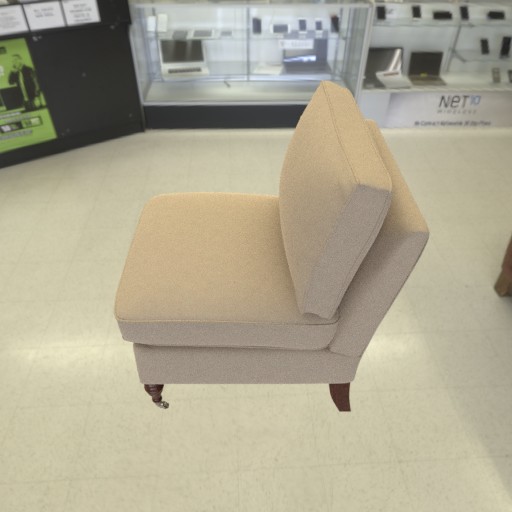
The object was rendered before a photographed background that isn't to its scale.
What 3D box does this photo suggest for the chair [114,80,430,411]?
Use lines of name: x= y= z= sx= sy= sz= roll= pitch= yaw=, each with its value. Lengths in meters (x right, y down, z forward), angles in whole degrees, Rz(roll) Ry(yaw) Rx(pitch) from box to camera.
chair: x=0.000 y=0.000 z=1.642 sx=0.912 sy=1.052 sz=0.724 roll=0 pitch=41 yaw=0
